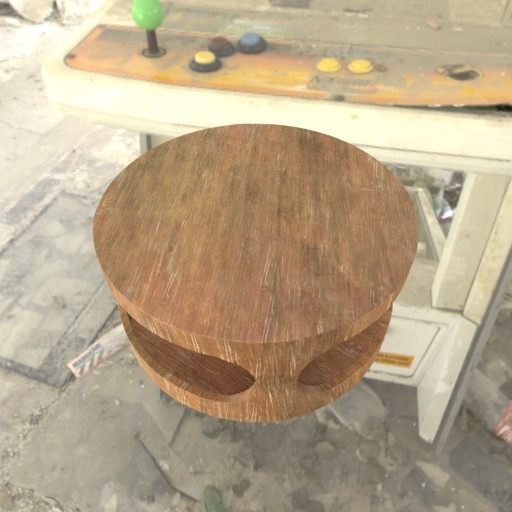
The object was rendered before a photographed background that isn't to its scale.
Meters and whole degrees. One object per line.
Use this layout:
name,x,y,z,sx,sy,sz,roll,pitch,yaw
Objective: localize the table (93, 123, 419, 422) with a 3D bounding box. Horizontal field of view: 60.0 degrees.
table,0.000,0.000,1.528,0.974,0.450,0.974,0,47,0
